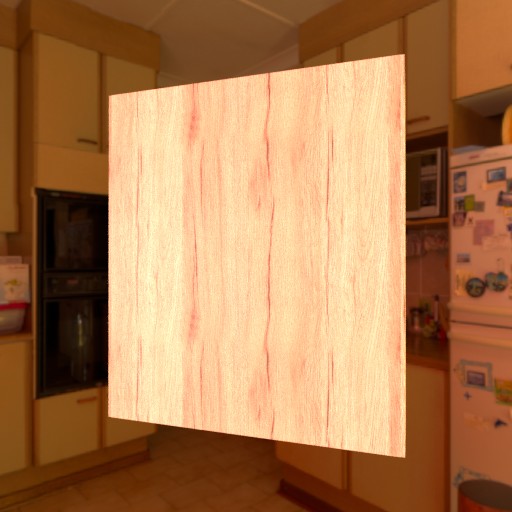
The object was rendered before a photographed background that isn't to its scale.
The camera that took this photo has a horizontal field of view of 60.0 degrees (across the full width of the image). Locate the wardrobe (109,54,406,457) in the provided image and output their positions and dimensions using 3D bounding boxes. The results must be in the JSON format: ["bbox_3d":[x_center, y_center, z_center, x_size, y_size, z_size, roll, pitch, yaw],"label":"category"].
[{"bbox_3d":[0.000,0.000,2.838,1.810,2.070,0.580,0,0,19],"label":"wardrobe"}]
